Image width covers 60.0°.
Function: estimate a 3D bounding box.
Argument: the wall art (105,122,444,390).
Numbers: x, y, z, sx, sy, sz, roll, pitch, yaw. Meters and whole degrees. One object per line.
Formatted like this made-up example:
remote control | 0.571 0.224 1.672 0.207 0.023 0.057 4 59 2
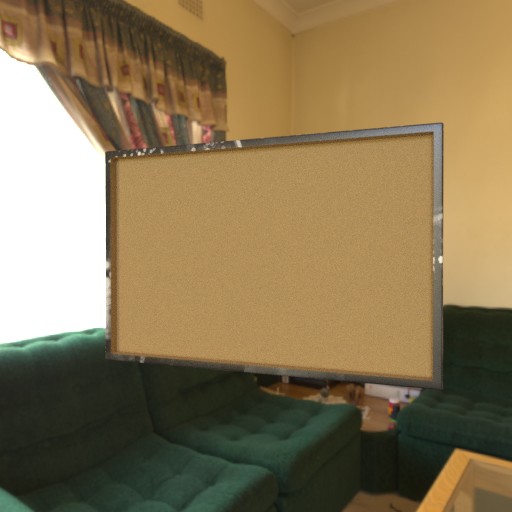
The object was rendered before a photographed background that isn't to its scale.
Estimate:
wall art | 0.000 0.000 0.784 0.609 0.406 0.037 0 0 19
